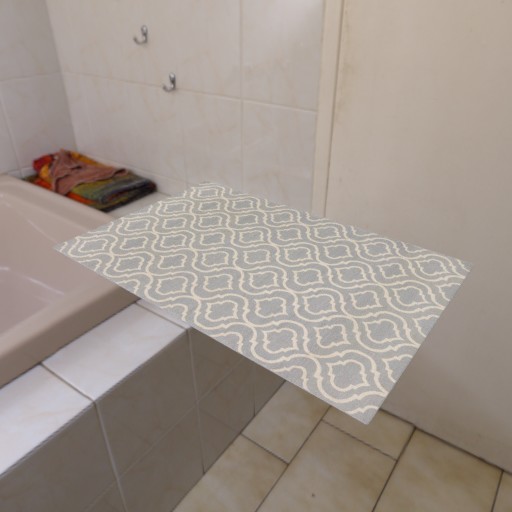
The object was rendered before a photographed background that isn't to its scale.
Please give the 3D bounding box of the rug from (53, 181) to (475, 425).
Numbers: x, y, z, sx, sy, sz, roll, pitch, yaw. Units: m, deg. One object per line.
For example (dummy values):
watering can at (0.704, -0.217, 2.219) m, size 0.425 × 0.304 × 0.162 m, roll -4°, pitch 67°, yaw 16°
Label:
rug at (0.000, 0.000, 2.186) m, size 1.749 × 0.015 × 1.141 m, roll 22°, pitch 37°, yaw 32°
